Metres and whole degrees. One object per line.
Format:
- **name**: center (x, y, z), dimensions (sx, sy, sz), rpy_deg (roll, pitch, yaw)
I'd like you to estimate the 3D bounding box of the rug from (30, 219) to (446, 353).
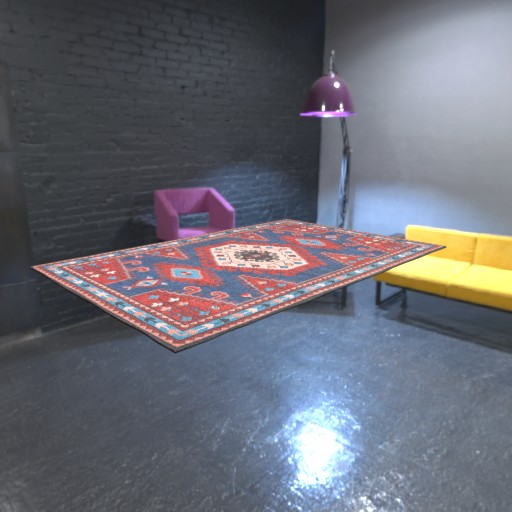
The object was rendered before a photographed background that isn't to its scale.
- **rug**: center (0.000, 0.000, 2.287), dimensions (1.820, 0.012, 1.207), rpy_deg (-14, 20, -42)
